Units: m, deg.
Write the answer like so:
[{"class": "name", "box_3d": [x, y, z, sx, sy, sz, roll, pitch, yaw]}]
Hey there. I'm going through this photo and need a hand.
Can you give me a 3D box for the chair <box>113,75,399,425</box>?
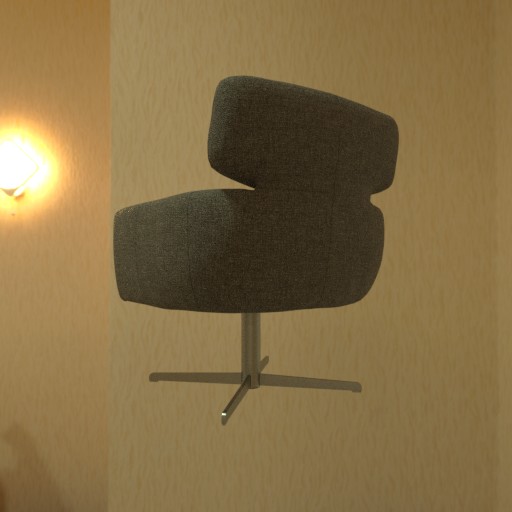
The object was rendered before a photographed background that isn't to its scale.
[{"class": "chair", "box_3d": [0.000, 0.000, 1.361, 0.706, 0.812, 0.715, 1, -1, -34]}]
